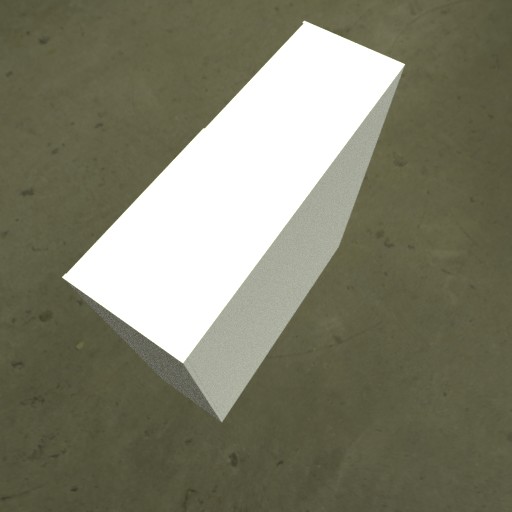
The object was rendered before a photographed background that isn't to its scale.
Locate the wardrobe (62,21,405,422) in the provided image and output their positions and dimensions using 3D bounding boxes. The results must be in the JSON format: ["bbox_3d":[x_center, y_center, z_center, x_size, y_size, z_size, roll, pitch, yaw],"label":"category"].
[{"bbox_3d":[0.000,0.000,2.905,0.600,2.020,1.830,31,68,14],"label":"wardrobe"}]
